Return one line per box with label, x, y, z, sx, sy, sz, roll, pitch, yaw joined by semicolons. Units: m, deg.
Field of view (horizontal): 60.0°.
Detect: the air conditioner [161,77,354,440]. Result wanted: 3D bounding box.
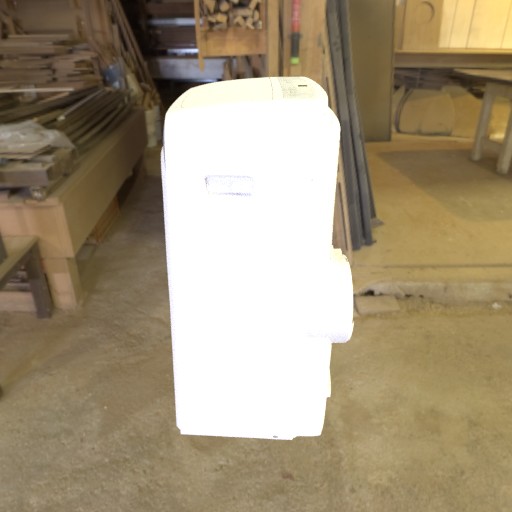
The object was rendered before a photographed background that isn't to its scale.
air conditioner;0.000;0.000;0.968;0.365;0.700;0.454;0;28;0
